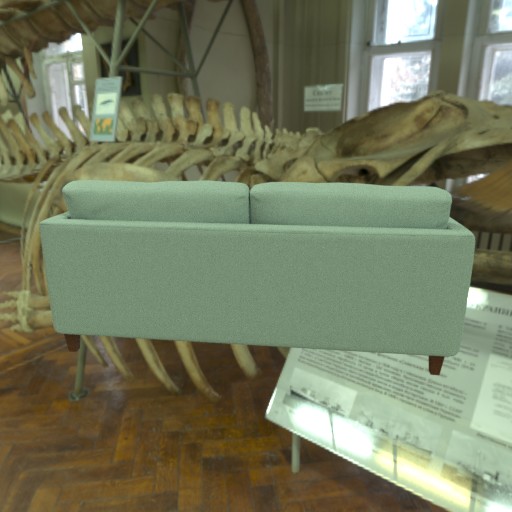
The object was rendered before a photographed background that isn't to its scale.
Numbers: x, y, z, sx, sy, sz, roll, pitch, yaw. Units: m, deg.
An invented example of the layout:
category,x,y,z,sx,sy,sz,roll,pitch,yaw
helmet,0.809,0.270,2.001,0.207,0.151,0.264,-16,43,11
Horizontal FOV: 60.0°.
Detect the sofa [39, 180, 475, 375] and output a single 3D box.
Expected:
category,x,y,z,sx,sy,sz,roll,pitch,yaw
sofa,0.000,0.000,2.698,2.208,0.965,0.951,2,17,7
